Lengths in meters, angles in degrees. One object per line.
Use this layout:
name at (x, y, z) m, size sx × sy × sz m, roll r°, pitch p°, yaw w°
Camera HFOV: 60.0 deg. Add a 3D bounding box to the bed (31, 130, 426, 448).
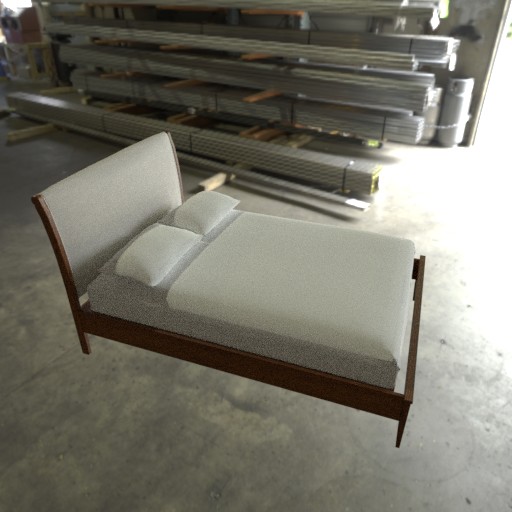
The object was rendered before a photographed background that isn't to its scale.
bed at (0.000, 0.000, 3.255) m, size 2.380 × 1.250 × 1.612 m, roll 11°, pitch 33°, yaw 17°
